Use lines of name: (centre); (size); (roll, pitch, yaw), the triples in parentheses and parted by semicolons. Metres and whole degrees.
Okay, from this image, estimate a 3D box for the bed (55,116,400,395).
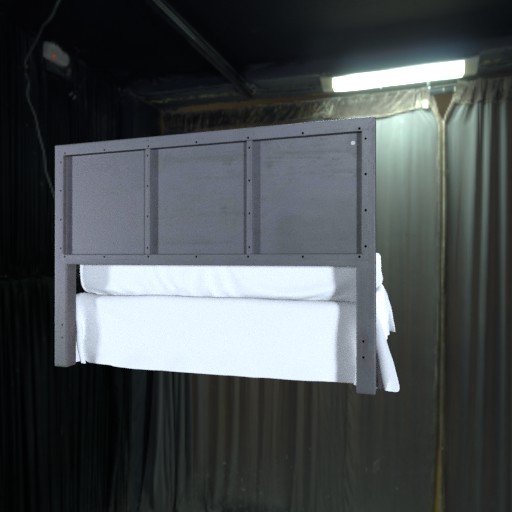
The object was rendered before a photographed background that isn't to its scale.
bed: (0.000, 0.000, 2.902); (1.772, 1.142, 1.785); (0, 0, 17)
